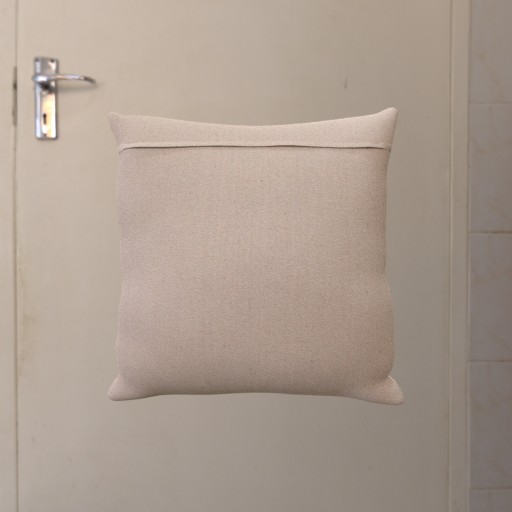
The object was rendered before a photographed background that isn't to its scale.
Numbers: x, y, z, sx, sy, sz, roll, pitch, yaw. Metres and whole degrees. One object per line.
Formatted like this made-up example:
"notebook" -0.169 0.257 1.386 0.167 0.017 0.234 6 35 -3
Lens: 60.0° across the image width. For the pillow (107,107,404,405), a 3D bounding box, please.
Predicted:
"pillow" 0.000 0.000 0.662 0.440 0.441 0.182 0 1 0
